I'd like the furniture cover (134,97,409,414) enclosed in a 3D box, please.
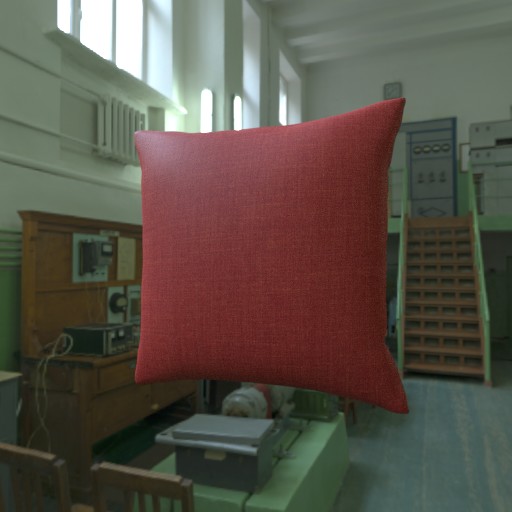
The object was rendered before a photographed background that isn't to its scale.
[{"bbox_3d":[0.000,0.000,0.796,0.517,0.508,0.158,0,-1,20],"label":"furniture cover"}]
